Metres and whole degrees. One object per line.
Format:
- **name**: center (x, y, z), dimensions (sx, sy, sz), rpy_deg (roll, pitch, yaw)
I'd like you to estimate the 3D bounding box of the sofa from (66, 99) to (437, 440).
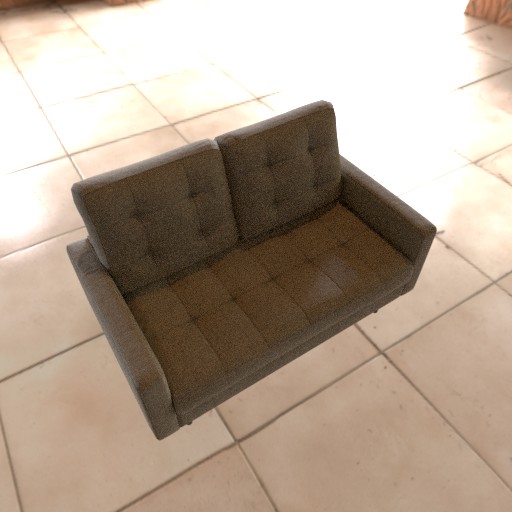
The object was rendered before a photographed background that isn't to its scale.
- **sofa**: center (0.000, 0.000, 1.970), dimensions (1.407, 0.907, 0.842), rpy_deg (-25, 52, -22)
